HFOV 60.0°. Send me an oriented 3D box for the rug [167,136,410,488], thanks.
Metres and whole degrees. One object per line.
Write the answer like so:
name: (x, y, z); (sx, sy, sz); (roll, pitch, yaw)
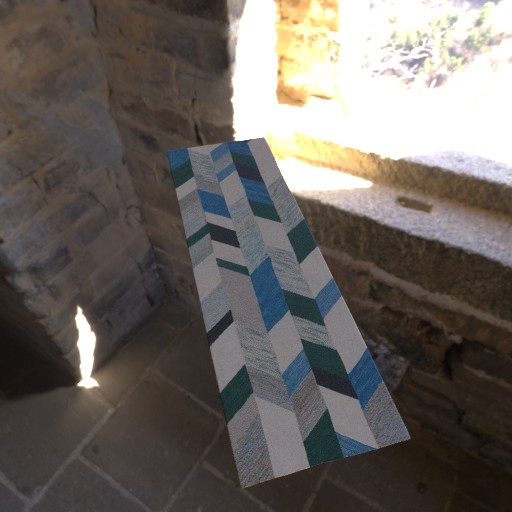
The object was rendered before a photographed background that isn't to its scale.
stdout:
rug: (0.000, 0.000, 2.657); (0.774, 0.008, 2.437); (-11, 49, -10)
